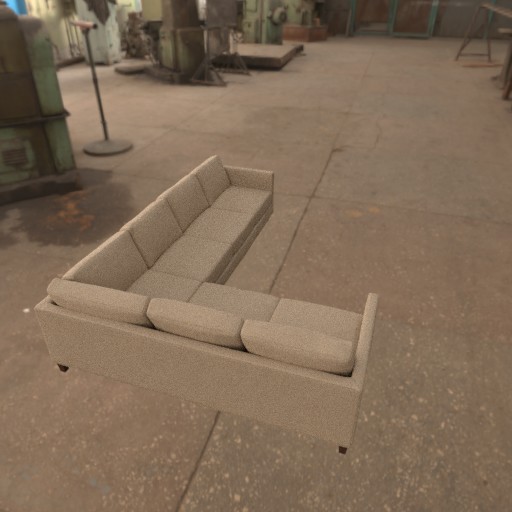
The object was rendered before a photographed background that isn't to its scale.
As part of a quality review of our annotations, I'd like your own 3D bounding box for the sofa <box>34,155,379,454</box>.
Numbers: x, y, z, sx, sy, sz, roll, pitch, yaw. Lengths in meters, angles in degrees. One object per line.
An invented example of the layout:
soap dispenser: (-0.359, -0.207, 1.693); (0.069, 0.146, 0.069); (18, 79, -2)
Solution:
sofa: (0.000, 0.000, 4.338); (2.432, 0.863, 3.182); (10, 34, 16)
